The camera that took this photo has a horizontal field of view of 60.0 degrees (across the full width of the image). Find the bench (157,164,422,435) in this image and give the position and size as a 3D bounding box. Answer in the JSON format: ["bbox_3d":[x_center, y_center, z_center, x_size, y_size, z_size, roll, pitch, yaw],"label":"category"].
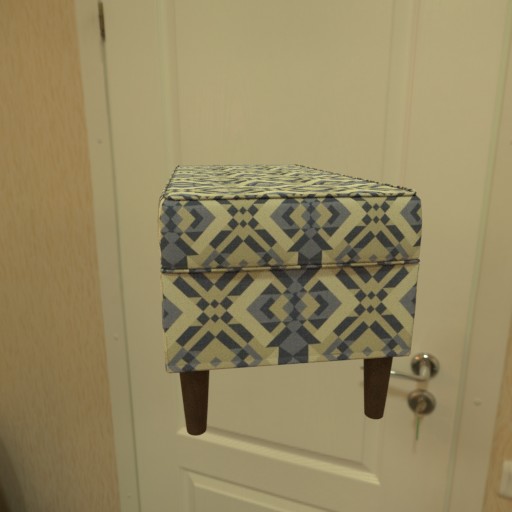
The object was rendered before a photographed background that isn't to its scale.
[{"bbox_3d":[0.000,0.000,1.298,0.492,0.477,1.016,-2,15,-8],"label":"bench"}]
